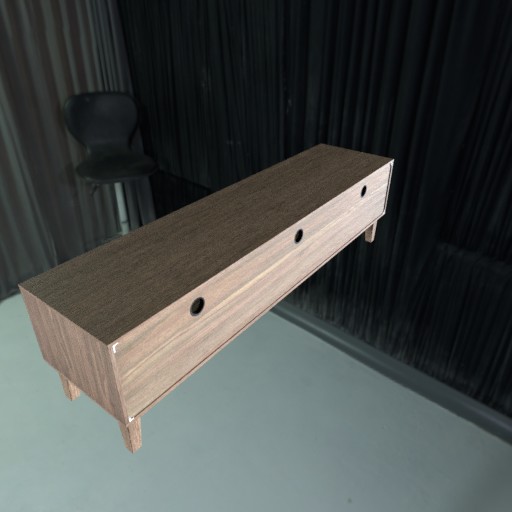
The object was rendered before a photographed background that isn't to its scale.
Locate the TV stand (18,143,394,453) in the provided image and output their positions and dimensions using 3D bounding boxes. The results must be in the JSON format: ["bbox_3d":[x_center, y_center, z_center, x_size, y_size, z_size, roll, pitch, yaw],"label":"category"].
[{"bbox_3d":[0.000,0.000,1.625,0.366,0.409,1.482,22,38,32],"label":"TV stand"}]
